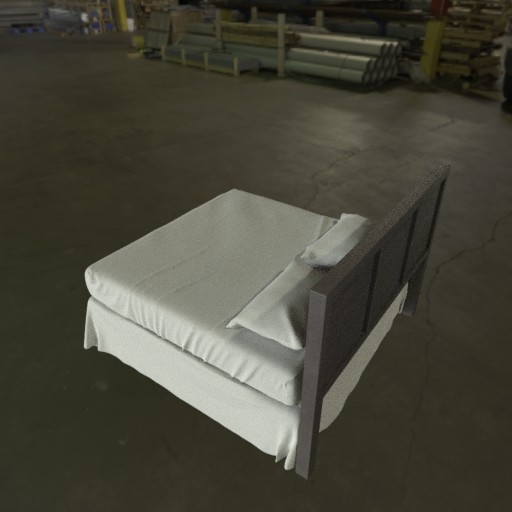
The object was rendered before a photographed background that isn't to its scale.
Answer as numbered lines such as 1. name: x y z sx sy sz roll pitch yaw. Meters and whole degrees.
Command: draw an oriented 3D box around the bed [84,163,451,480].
1. bed: 0.000 0.000 2.889 1.785 1.142 1.772 21 38 29
